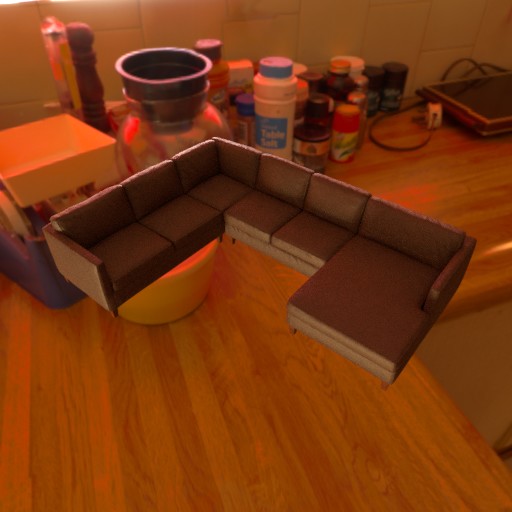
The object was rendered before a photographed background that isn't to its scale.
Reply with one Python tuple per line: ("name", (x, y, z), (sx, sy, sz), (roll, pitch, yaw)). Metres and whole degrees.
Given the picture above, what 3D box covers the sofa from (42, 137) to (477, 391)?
("sofa", (0.000, 0.000, 4.493), (3.460, 0.923, 2.593), (28, 48, 29))
